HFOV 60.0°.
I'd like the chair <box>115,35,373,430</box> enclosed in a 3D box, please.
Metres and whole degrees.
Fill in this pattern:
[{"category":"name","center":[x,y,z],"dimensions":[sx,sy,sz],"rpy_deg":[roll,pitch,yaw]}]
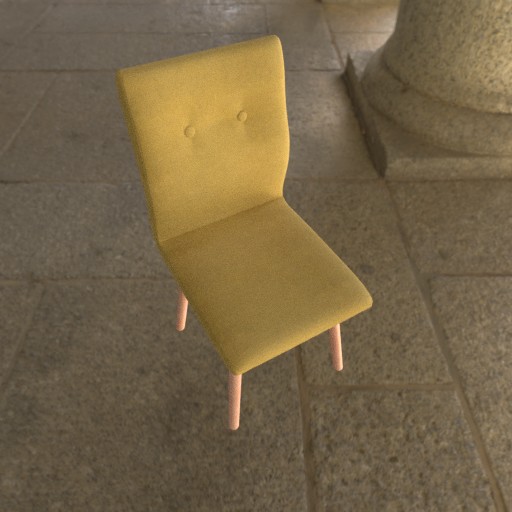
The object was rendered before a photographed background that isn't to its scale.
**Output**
[{"category":"chair","center":[0.000,0.000,1.274],"dimensions":[0.450,0.965,0.550],"rpy_deg":[-23,51,-20]}]
